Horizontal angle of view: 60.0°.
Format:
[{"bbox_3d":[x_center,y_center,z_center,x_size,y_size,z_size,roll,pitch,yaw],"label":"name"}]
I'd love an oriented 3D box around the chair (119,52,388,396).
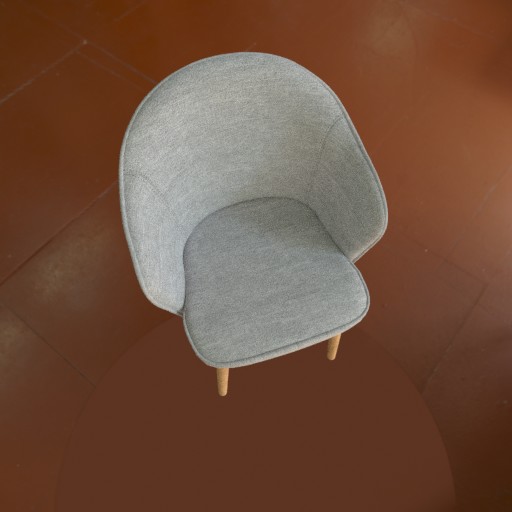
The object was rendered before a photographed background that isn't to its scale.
[{"bbox_3d":[0.000,0.000,1.129,0.540,0.800,0.530,-16,64,-8],"label":"chair"}]
